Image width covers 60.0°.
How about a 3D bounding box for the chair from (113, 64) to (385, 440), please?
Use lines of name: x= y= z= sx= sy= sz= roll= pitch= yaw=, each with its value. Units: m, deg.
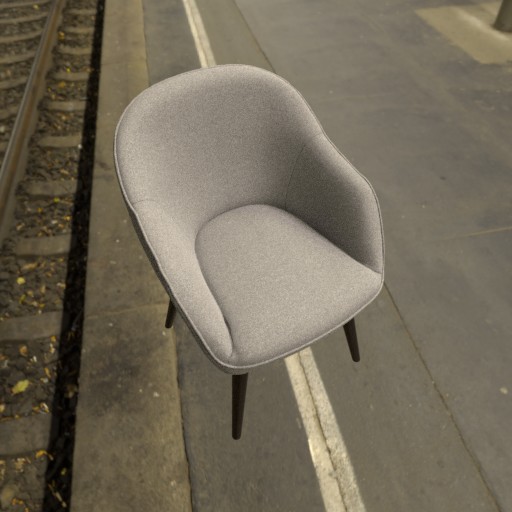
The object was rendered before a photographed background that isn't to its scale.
chair: x=0.000 y=0.000 z=1.224 sx=0.589 sy=0.810 sz=0.611 roll=-25 pitch=52 yaw=-22
